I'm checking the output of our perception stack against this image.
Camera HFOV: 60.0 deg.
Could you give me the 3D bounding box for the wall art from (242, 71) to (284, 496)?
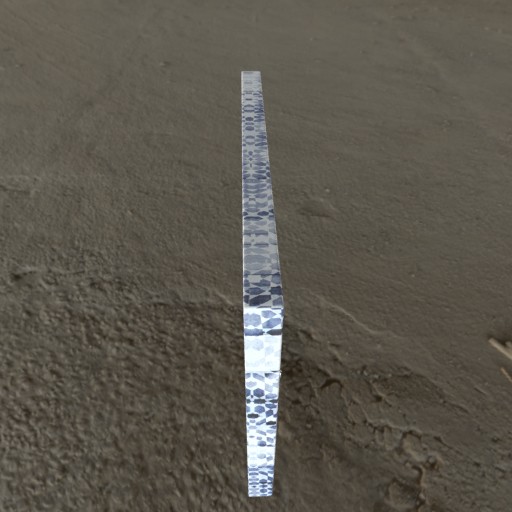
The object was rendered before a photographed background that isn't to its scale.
[{"bbox_3d":[0.000,0.000,1.116,0.057,0.608,0.911,-1,41,-1],"label":"wall art"}]
